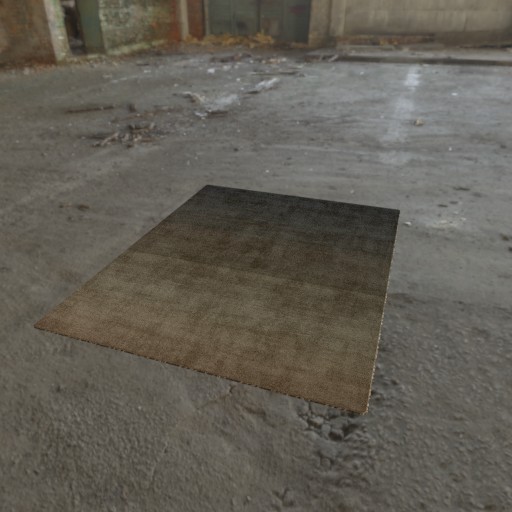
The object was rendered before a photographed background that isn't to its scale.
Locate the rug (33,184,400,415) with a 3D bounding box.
[{"bbox_3d":[0.000,0.000,3.941,2.306,0.017,2.902,10,32,17],"label":"rug"}]
